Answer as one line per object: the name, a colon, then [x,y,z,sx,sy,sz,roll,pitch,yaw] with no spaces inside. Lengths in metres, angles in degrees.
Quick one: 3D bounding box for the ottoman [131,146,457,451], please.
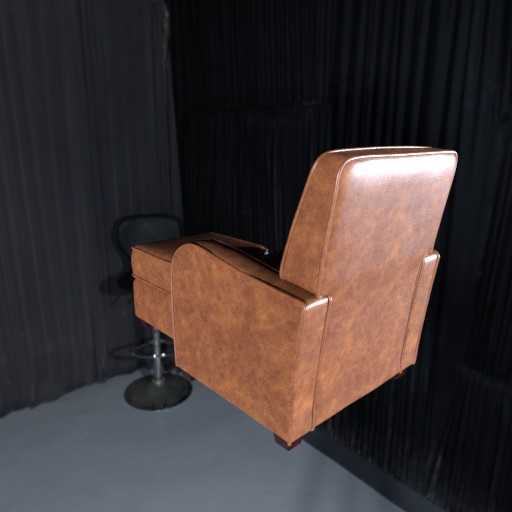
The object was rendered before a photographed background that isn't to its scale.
ottoman: [0.000,0.000,1.831,0.732,0.904,1.314,-14,21,-40]
